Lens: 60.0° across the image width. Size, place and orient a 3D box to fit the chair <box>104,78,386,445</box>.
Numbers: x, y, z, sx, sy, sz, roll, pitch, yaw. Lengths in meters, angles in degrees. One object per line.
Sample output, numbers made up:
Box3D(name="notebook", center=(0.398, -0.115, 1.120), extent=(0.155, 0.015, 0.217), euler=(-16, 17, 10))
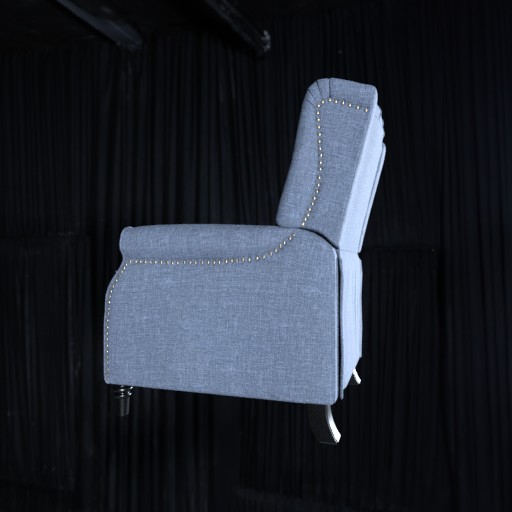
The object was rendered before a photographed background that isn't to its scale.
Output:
Box3D(name="chair", center=(0.000, 0.000, 1.616), extent=(0.898, 1.035, 0.742), euler=(0, -1, 18))
